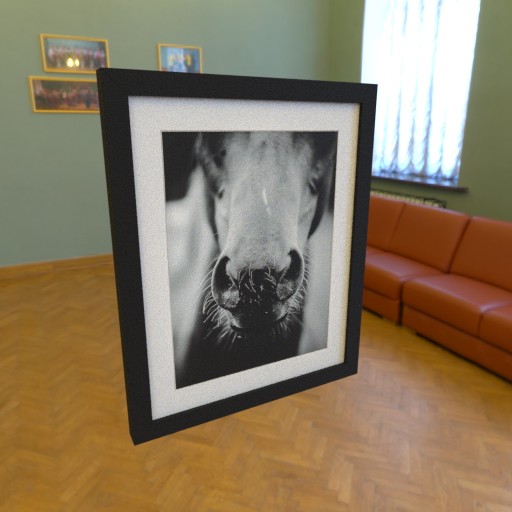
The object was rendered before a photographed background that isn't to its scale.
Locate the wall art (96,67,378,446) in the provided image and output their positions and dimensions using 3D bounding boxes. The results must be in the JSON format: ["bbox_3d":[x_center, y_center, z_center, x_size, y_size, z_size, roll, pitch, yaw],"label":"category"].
[{"bbox_3d":[0.000,0.000,0.746,0.457,0.559,0.033,-8,18,-27],"label":"wall art"}]
